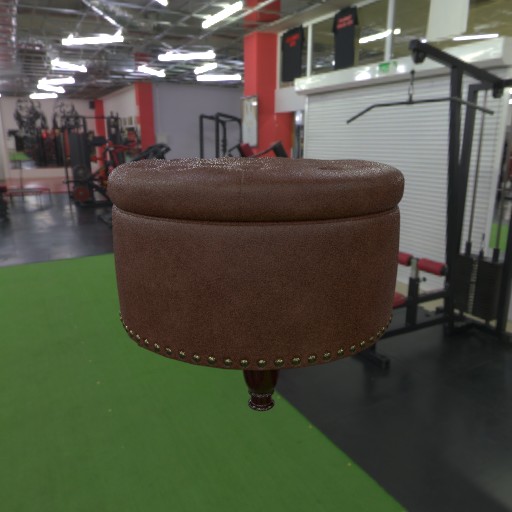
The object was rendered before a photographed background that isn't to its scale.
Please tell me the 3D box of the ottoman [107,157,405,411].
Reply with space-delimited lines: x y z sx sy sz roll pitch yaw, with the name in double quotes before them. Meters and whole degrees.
"ottoman" 0.000 0.000 1.043 0.637 0.442 0.637 0 14 0
